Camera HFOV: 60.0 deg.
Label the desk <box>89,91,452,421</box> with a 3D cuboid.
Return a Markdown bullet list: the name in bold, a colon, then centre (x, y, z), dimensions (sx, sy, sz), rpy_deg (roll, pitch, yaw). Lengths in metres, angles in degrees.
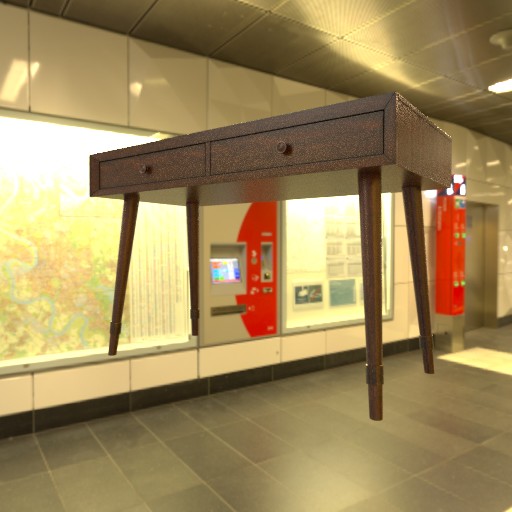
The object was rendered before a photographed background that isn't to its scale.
- **desk**: centre (0.000, 0.000, 2.107), dimensions (1.577, 1.031, 0.734), rpy_deg (1, 2, 36)
